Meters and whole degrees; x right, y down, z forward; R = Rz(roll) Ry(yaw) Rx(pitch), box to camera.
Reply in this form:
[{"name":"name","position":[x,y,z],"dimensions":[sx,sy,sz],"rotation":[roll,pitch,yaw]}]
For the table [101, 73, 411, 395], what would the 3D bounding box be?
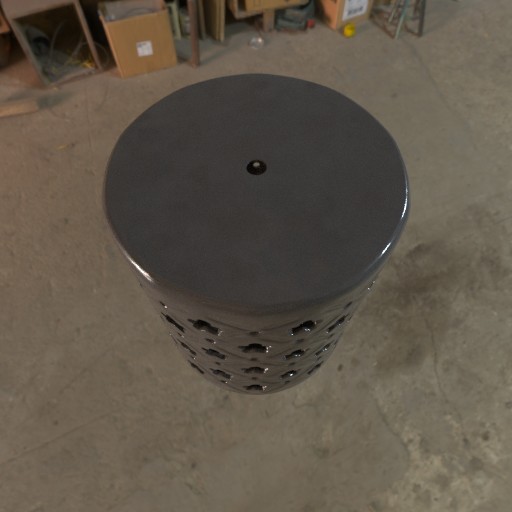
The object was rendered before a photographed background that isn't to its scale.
[{"name":"table","position":[0.000,0.000,0.664],"dimensions":[0.352,0.387,0.352],"rotation":[0,59,0]}]
